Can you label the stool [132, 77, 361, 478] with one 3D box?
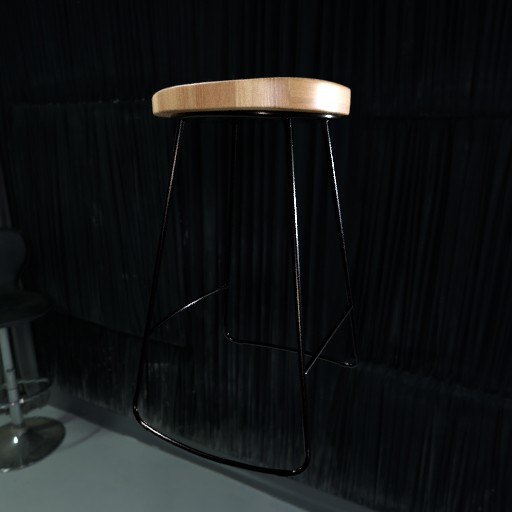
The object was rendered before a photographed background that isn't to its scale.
[{"bbox_3d":[0.000,0.000,0.958,0.401,0.679,0.480,7,17,24],"label":"stool"}]
